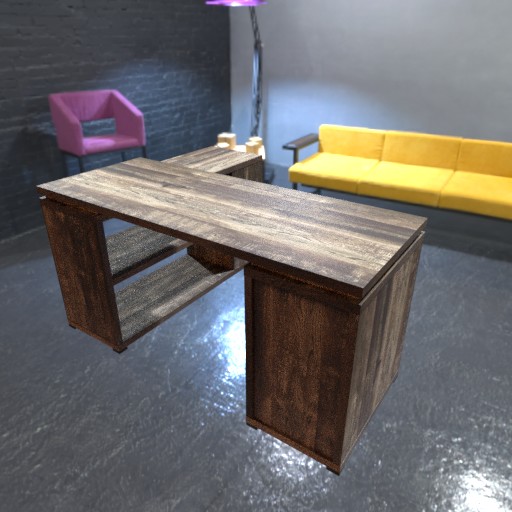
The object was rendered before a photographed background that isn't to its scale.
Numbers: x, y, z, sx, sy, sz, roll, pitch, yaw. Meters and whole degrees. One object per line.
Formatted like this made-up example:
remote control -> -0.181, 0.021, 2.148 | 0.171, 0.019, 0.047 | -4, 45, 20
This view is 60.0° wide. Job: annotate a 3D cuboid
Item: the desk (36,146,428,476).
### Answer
desk -> 0.000, 0.000, 2.175 | 1.524, 0.753, 1.200 | 17, 32, 30
